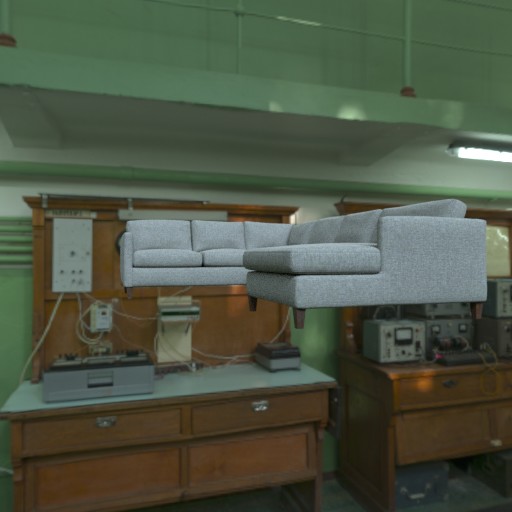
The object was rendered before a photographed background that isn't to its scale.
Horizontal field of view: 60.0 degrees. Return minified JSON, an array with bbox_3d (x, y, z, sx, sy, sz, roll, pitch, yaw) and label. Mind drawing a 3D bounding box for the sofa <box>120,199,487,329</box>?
[{"bbox_3d":[0.000,0.000,4.549,2.593,0.959,3.460,0,0,-19],"label":"sofa"}]
